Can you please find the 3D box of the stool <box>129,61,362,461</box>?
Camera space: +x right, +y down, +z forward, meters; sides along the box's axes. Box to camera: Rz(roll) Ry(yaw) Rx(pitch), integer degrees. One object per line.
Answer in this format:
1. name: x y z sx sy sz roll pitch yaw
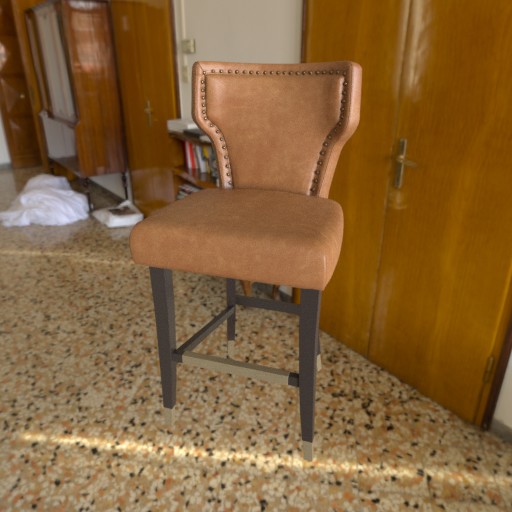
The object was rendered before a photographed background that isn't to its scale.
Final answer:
1. stool: 0.000 0.000 1.354 0.526 1.092 0.563 7 25 16
